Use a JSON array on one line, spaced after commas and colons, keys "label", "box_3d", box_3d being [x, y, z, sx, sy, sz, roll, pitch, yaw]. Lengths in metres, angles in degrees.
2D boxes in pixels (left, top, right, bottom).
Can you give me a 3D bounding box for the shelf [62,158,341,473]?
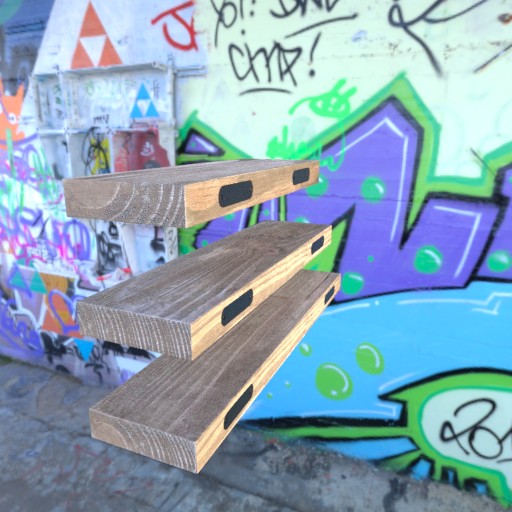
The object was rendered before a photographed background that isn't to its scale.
[{"label": "shelf", "box_3d": [0.000, 0.000, 0.708, 0.140, 0.293, 0.610, 7, 17, 23]}]
